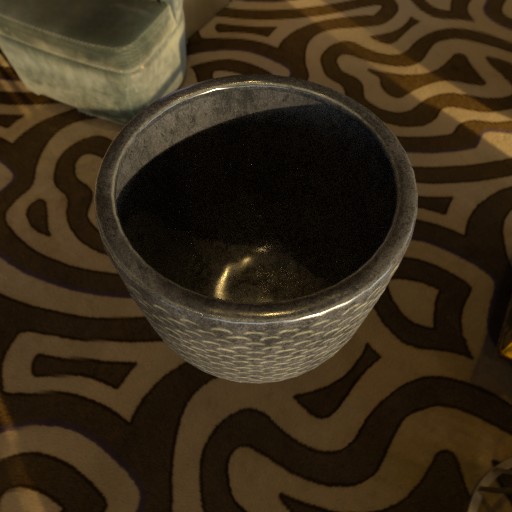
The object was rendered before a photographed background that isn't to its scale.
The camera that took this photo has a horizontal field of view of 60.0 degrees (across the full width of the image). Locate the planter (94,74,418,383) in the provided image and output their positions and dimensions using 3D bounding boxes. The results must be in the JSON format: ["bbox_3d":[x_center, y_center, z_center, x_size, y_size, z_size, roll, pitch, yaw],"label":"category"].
[{"bbox_3d":[0.000,0.000,0.350,0.197,0.191,0.197,0,58,0],"label":"planter"}]
